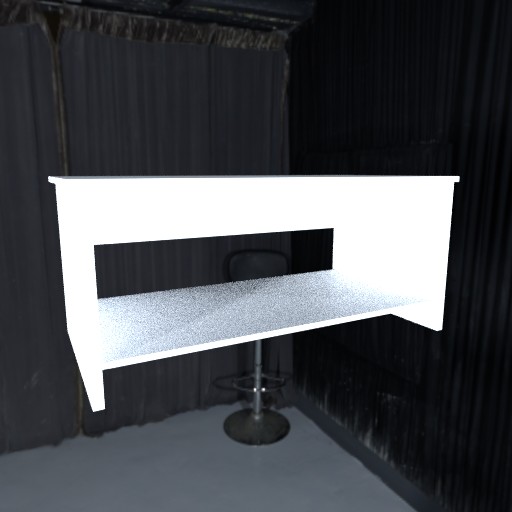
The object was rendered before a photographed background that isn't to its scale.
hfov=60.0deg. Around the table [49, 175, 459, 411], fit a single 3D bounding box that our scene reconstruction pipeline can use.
[{"bbox_3d":[0.000,0.000,1.247,1.000,0.441,0.500,-6,12,-27],"label":"table"}]
